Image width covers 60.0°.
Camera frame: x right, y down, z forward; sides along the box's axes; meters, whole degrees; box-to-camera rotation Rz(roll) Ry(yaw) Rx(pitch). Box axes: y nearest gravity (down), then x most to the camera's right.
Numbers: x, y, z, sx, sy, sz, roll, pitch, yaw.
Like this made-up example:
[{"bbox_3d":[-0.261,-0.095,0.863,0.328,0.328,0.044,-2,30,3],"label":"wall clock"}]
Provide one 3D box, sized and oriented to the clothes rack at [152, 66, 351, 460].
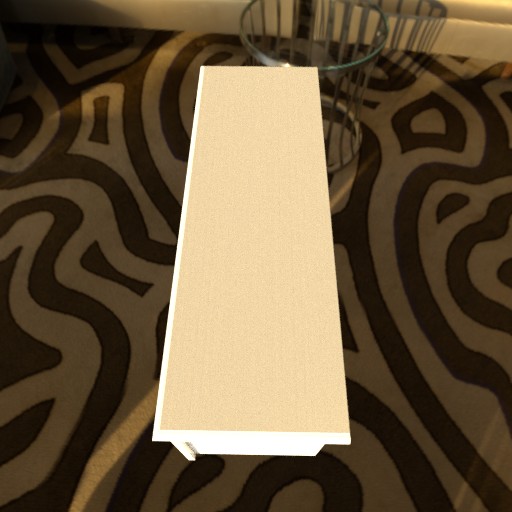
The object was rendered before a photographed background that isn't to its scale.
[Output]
[{"bbox_3d":[0.000,0.000,1.450,0.405,0.558,1.218,1,58,0],"label":"clothes rack"}]
